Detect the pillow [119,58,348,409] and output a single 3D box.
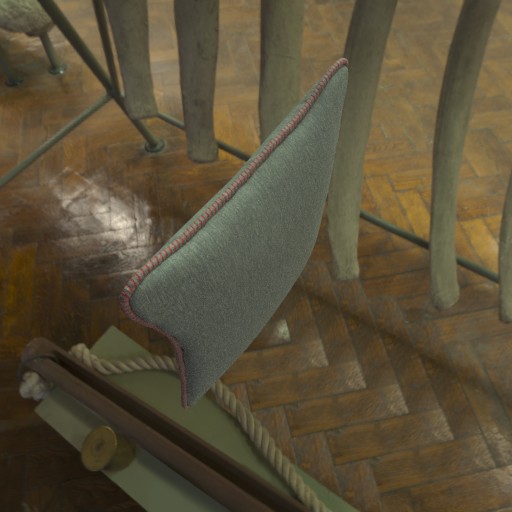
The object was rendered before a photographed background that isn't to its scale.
[{"bbox_3d":[0.000,0.000,0.740,0.124,0.491,0.482,30,63,17],"label":"pillow"}]
